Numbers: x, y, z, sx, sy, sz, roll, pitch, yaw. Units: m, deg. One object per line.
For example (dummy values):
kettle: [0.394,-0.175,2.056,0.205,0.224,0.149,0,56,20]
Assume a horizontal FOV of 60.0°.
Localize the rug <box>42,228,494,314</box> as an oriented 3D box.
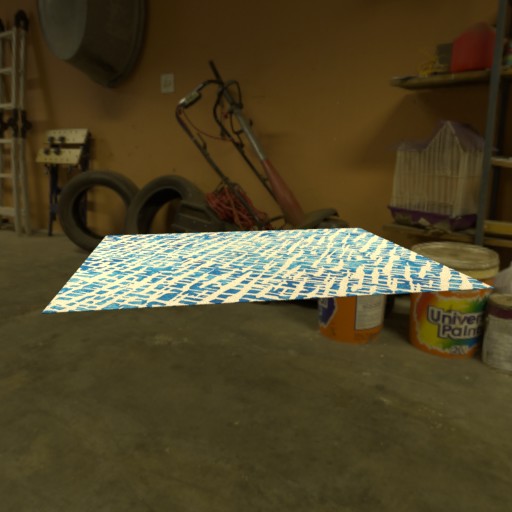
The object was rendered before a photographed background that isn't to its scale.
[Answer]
rug: [0.000,0.000,4.056,3.007,0.007,2.435,-2,14,-9]
